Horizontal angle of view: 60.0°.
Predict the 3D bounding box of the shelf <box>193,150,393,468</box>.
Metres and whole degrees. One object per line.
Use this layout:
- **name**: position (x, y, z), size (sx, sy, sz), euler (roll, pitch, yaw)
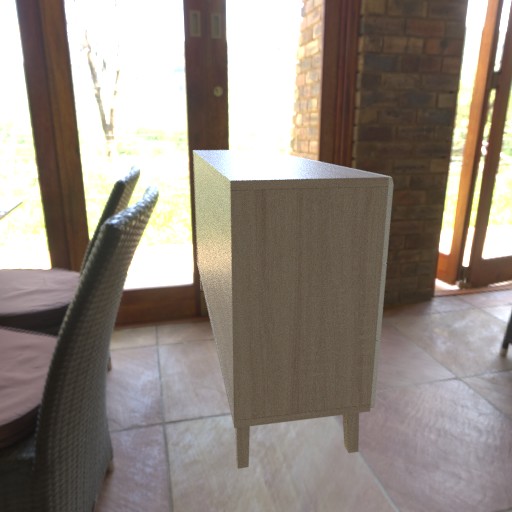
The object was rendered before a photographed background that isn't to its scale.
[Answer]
- **shelf**: position (0.000, 0.000, 1.810), size (0.400, 0.780, 1.490), euler (-3, 16, -10)
